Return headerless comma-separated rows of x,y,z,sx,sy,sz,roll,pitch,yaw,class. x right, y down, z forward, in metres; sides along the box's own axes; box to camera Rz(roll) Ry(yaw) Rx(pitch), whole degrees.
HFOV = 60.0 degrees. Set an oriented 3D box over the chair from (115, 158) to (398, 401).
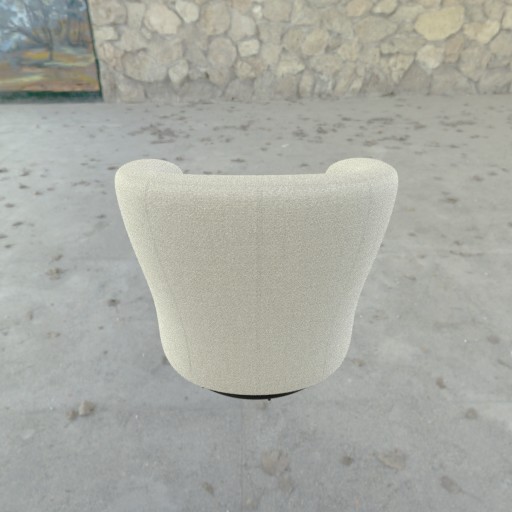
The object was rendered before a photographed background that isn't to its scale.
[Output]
0.000,0.000,1.436,0.791,0.771,0.815,-1,30,-1,chair
